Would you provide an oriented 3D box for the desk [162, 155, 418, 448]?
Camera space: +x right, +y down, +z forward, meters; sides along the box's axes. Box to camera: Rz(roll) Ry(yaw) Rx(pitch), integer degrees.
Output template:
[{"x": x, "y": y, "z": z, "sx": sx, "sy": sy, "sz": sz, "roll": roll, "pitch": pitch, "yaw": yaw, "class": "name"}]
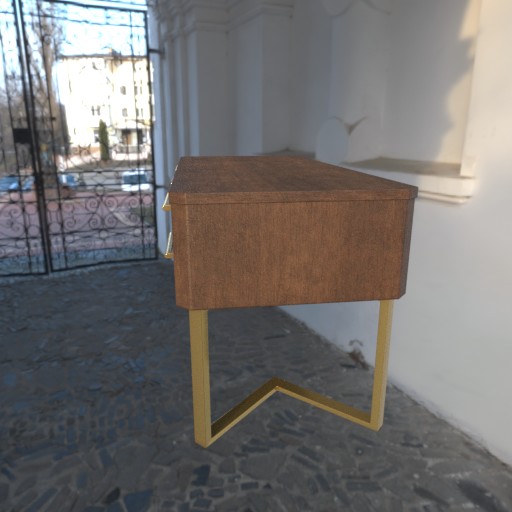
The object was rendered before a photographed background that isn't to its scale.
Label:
[{"x": 0.000, "y": 0.000, "z": 1.922, "sx": 0.684, "sy": 0.762, "sz": 1.479, "roll": -2, "pitch": 16, "yaw": -8, "class": "desk"}]
